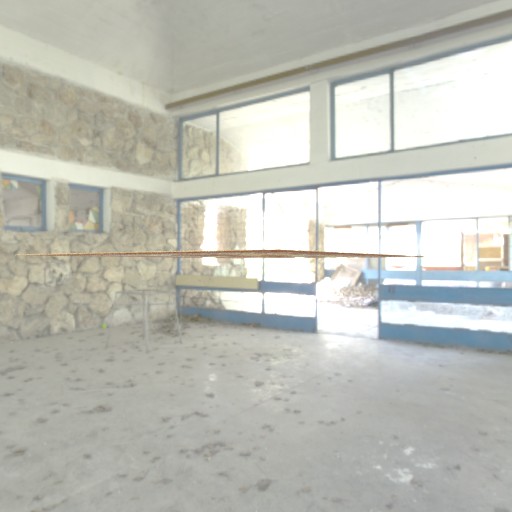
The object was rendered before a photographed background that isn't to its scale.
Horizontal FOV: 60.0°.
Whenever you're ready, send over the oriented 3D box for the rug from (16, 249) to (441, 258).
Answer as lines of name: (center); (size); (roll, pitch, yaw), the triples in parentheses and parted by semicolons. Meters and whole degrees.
rug: (0.000, 0.000, 4.001); (2.460, 0.005, 3.067); (-1, -1, 36)
